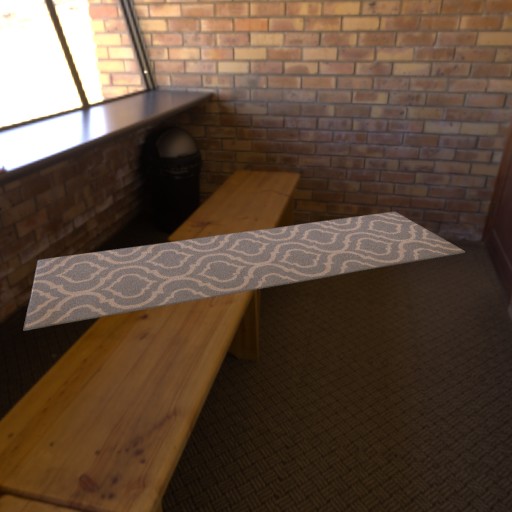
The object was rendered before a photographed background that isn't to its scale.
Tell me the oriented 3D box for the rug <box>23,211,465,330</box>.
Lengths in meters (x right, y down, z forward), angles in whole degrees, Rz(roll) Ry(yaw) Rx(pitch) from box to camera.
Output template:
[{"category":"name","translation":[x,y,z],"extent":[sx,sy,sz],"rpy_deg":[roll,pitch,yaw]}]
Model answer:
[{"category":"rug","translation":[0.000,0.000,2.457],"extent":[2.275,0.009,0.684],"rpy_deg":[-9,28,-17]}]
